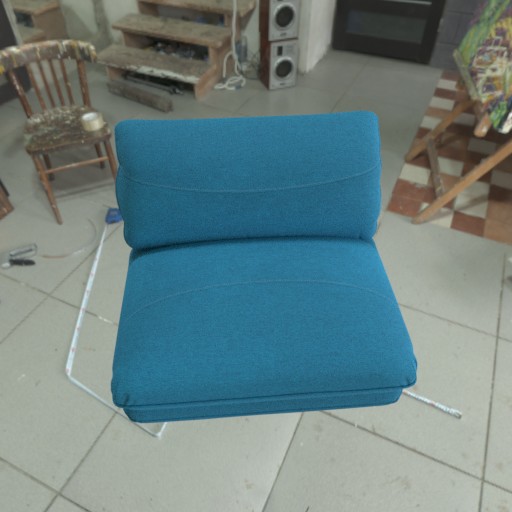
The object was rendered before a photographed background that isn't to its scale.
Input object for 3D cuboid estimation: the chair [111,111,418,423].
[{"bbox_3d":[0.000,0.000,1.314,0.820,0.580,0.780,-3,46,-3],"label":"chair"}]
